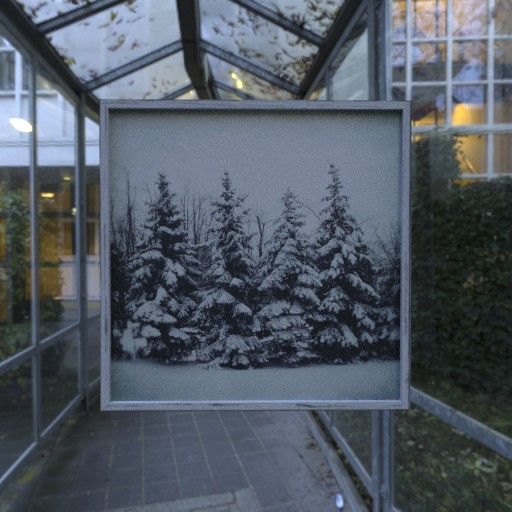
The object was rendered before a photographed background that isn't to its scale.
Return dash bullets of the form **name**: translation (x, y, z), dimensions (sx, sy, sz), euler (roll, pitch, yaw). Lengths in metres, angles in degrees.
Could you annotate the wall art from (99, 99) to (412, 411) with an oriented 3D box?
- **wall art**: translation (0.000, 0.000, 0.740), dimensions (0.506, 0.506, 0.038), euler (0, 1, -1)
